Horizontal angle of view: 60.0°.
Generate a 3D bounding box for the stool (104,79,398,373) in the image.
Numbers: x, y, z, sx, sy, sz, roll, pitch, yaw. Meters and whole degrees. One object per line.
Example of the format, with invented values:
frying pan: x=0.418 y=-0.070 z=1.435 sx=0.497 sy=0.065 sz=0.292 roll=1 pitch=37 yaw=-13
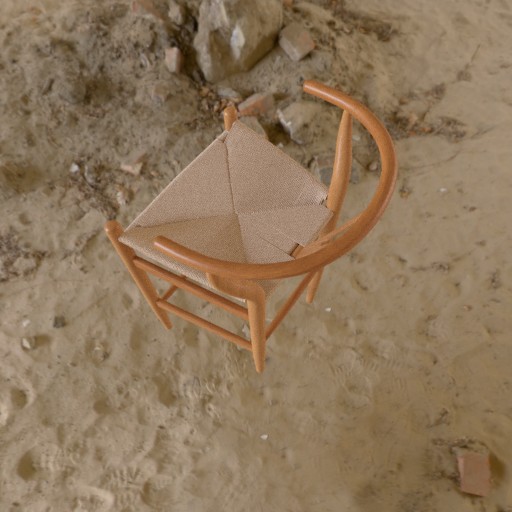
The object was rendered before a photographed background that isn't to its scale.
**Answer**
stool: x=0.000 y=0.000 z=1.338 sx=0.579 sy=0.970 sz=0.569 roll=33 pitch=67 yaw=16
